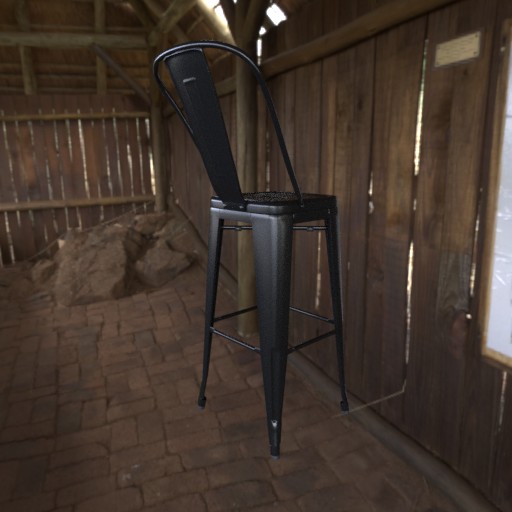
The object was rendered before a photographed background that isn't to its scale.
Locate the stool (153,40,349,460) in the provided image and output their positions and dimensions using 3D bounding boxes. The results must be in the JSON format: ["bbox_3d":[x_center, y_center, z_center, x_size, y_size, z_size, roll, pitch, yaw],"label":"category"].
[{"bbox_3d":[0.000,0.000,1.328,0.513,1.096,0.399,-11,17,-42],"label":"stool"}]
